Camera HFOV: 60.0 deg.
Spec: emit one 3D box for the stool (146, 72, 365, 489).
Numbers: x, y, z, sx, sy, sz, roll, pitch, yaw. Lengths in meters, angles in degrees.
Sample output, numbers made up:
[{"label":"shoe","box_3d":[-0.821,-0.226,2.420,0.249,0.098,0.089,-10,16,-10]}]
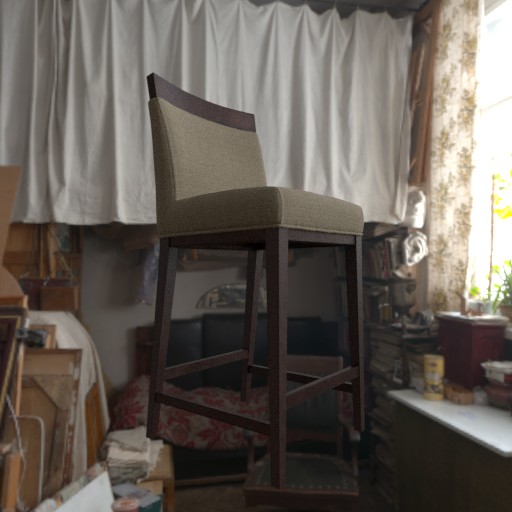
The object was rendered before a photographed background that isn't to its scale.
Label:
[{"label":"stool","box_3d":[0.000,0.000,1.275,0.480,1.011,0.463,-1,-1,38]}]
